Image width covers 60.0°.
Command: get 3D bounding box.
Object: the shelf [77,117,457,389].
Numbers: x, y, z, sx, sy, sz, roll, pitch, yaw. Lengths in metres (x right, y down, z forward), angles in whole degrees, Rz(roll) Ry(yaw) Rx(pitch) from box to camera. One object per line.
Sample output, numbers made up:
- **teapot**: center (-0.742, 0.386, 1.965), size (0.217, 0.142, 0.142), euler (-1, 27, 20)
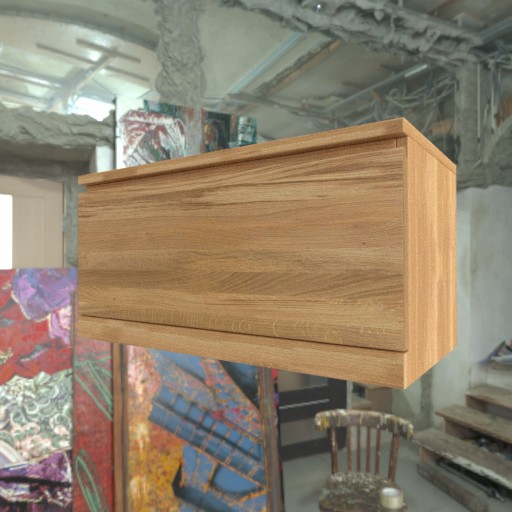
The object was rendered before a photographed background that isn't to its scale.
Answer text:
- **shelf**: center (0.000, 0.000, 1.039), size (0.800, 0.400, 0.400), euler (0, -1, 34)
